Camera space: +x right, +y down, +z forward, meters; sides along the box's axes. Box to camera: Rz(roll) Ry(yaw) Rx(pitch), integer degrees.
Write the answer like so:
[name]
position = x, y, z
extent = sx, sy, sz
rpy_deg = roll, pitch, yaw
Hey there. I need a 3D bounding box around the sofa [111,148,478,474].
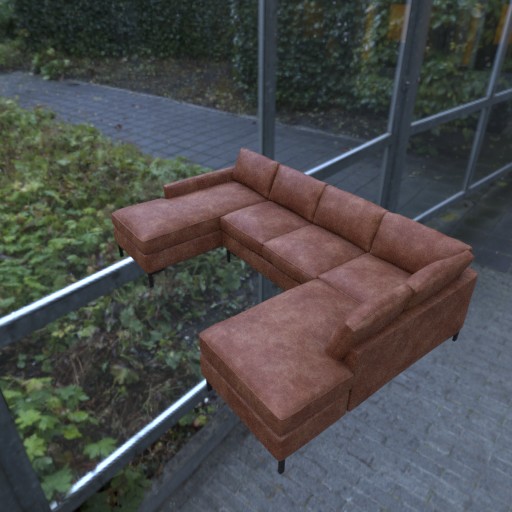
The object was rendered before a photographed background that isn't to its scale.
[sofa]
position = 0.000, 0.000, 3.832
extent = 1.939, 0.900, 2.956
rpy_deg = -22, 38, -31
